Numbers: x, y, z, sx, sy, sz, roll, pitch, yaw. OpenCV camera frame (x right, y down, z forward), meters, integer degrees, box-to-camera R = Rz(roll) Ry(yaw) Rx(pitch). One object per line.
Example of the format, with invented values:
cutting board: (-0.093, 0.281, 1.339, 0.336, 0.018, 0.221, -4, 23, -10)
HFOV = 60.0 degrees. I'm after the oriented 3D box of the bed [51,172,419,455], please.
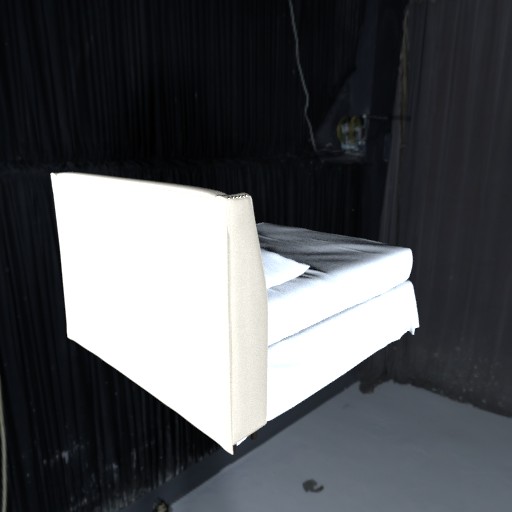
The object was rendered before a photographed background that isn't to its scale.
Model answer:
bed: (0.000, 0.000, 3.441, 1.925, 1.332, 2.276, 14, 21, 43)
